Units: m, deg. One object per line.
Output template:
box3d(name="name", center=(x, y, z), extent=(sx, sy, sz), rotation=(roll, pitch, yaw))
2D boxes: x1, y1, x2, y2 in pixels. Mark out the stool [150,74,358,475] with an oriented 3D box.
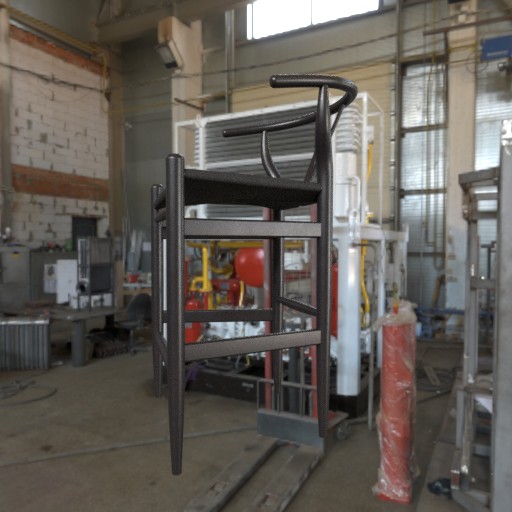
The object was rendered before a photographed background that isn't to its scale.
box3d(name="stool", center=(0.000, 0.000, 1.324), extent=(0.579, 0.970, 0.569), rotation=(0, 2, -17))
